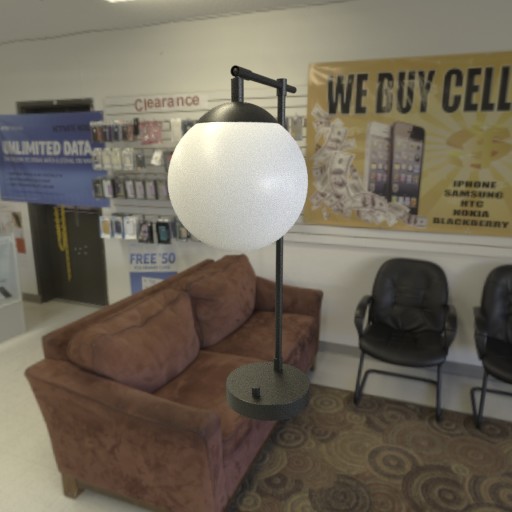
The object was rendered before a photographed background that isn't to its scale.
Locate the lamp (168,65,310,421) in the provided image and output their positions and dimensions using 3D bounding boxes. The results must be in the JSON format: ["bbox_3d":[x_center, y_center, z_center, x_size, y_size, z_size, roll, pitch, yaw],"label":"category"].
[{"bbox_3d":[0.000,0.000,0.711,0.197,0.559,0.316,6,15,24],"label":"lamp"}]
